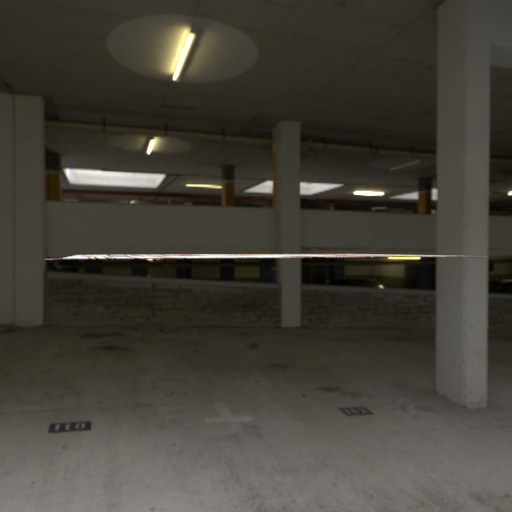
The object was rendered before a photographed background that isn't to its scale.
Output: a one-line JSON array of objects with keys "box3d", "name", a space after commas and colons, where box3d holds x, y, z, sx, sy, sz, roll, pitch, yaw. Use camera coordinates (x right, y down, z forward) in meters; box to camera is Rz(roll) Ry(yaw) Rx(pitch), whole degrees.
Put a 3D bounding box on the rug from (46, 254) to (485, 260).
[{"box3d": [0.000, 0.000, 2.367, 1.918, 0.007, 1.268, 0, 1, -19], "name": "rug"}]
